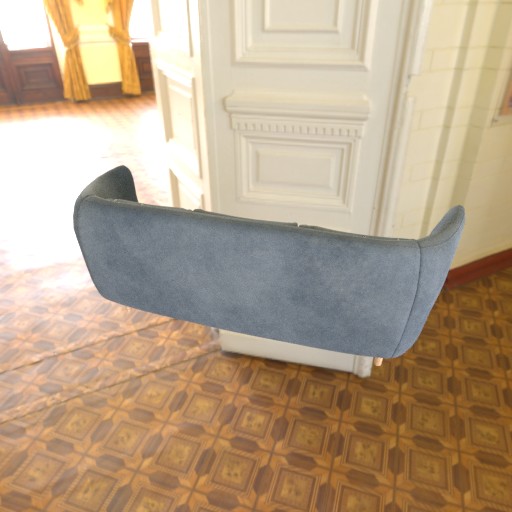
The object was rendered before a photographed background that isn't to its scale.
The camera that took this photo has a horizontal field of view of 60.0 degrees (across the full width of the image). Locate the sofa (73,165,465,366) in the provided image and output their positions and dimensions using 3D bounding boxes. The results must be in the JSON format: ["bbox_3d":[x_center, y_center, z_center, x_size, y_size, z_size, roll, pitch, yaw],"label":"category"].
[{"bbox_3d":[0.000,0.000,2.465,2.095,0.795,0.849,9,33,15],"label":"sofa"}]
